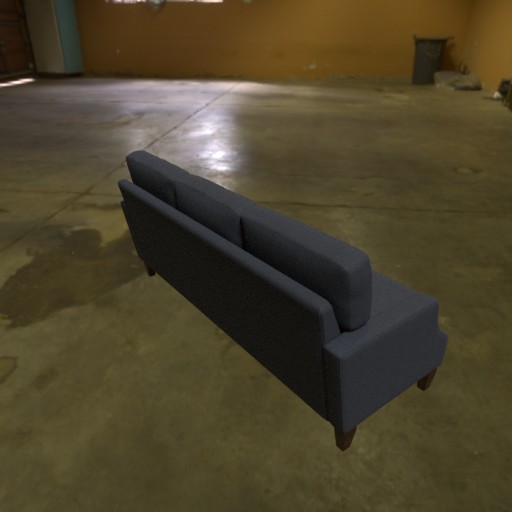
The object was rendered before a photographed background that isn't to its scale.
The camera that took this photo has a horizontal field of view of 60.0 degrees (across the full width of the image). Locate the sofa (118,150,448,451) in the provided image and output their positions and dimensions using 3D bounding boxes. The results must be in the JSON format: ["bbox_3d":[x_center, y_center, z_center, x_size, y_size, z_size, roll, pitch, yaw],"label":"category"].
[{"bbox_3d":[0.000,0.000,2.663,0.888,0.984,2.115,-19,33,-33],"label":"sofa"}]
